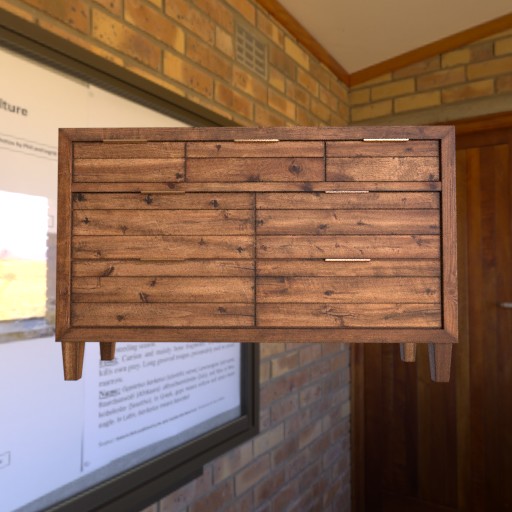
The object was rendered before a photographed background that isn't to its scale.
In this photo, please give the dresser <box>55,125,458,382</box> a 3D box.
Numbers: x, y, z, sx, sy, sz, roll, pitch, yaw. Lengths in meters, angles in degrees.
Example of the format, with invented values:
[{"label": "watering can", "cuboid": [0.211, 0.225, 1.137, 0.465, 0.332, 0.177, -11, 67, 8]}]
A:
[{"label": "dresser", "cuboid": [0.000, 0.000, 1.748, 1.387, 0.892, 0.438, 0, -2, 1]}]
